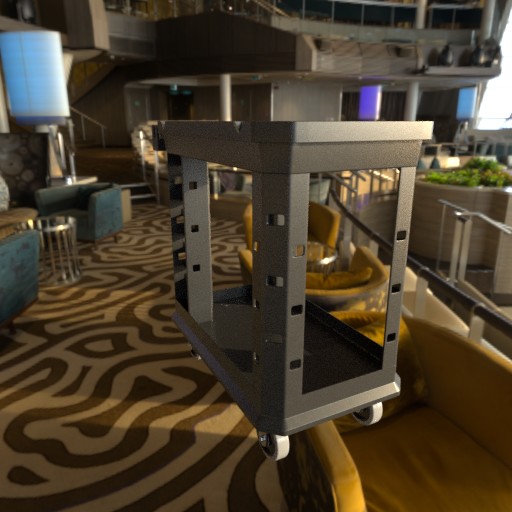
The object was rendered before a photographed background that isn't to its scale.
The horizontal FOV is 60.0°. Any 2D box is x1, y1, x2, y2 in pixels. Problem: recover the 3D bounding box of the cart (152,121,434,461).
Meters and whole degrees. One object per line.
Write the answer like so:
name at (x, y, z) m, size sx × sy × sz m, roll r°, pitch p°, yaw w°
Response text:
cart at (0.000, 0.000, 1.518) m, size 0.497 × 0.884 × 1.061 m, roll -8°, pitch 19°, yaw -26°
